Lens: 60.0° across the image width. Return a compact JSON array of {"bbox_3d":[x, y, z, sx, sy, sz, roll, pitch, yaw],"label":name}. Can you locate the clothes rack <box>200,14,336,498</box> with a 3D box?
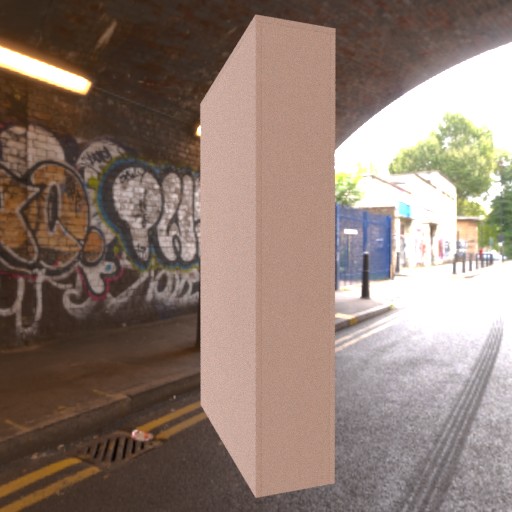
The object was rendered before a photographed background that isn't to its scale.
[{"bbox_3d":[0.000,0.000,1.568,0.250,1.280,0.750,0,1,-18],"label":"clothes rack"}]
